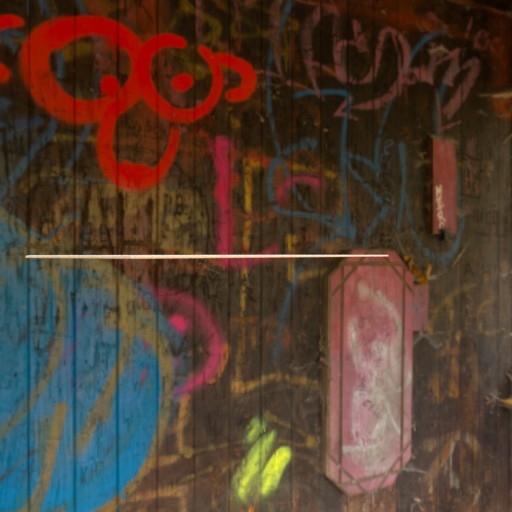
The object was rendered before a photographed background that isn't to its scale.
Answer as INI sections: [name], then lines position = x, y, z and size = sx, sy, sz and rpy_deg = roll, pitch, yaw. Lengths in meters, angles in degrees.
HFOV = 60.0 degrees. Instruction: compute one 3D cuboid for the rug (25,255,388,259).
[rug]
position = 0.000, 0.000, 2.734
size = 0.769, 0.012, 2.448
rpy_deg = 0, 0, 37
